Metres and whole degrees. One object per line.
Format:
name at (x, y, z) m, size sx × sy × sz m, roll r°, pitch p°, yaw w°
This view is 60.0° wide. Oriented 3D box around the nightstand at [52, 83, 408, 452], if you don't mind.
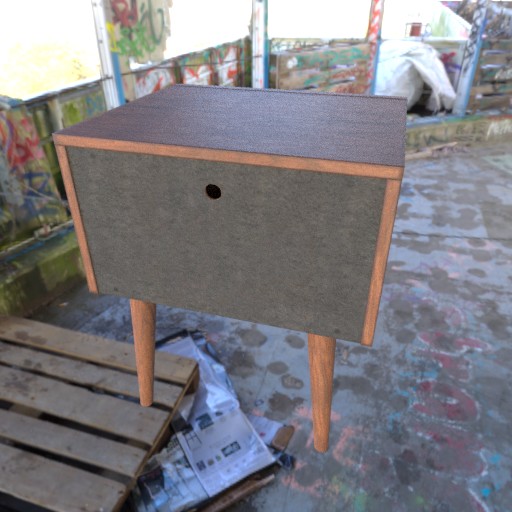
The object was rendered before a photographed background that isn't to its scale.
nightstand at (0.000, 0.000, 0.954) m, size 0.521 × 0.607 × 0.445 m, roll 9°, pitch 32°, yaw 14°
